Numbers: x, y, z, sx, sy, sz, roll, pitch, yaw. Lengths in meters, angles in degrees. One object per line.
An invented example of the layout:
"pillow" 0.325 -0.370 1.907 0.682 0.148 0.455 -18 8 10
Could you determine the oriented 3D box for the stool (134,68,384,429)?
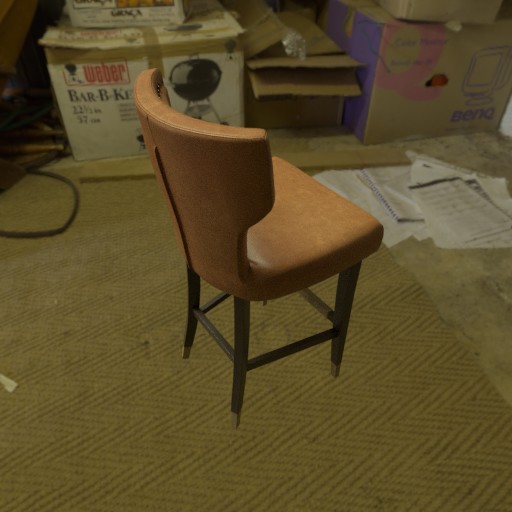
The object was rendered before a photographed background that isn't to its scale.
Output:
"stool" 0.000 0.000 1.402 0.563 1.092 0.526 -25 46 -26
